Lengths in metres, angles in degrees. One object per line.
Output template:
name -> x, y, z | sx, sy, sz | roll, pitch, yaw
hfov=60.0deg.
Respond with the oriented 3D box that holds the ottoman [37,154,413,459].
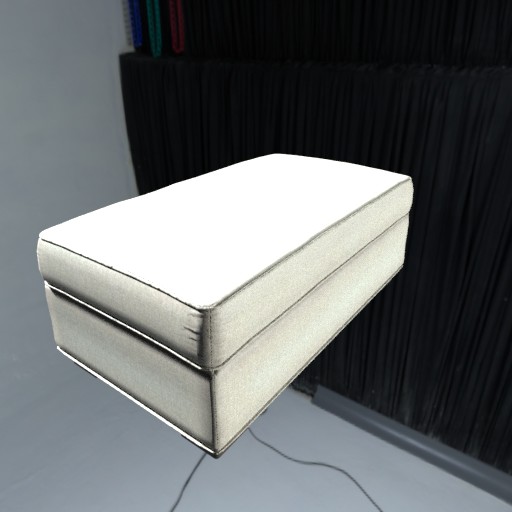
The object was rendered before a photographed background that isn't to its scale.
ottoman -> 0.000, 0.000, 1.413 | 0.617, 0.448, 1.097 | 18, 32, 32
